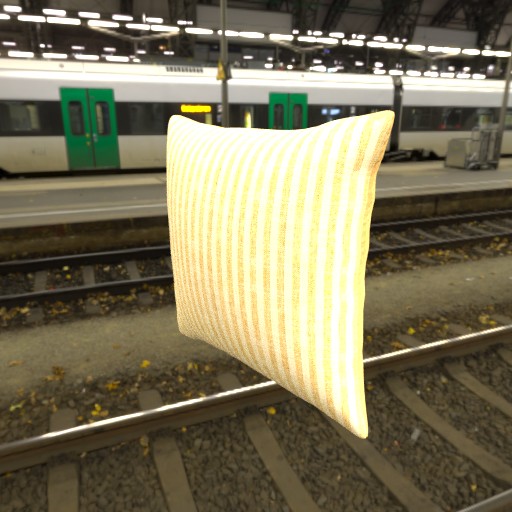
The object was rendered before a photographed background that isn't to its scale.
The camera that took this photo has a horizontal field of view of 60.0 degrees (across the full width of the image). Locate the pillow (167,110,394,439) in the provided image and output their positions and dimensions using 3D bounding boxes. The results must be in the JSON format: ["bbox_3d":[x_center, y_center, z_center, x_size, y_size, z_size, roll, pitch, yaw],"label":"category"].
[{"bbox_3d":[0.000,0.000,0.664,0.173,0.407,0.419,-15,23,-41],"label":"pillow"}]
